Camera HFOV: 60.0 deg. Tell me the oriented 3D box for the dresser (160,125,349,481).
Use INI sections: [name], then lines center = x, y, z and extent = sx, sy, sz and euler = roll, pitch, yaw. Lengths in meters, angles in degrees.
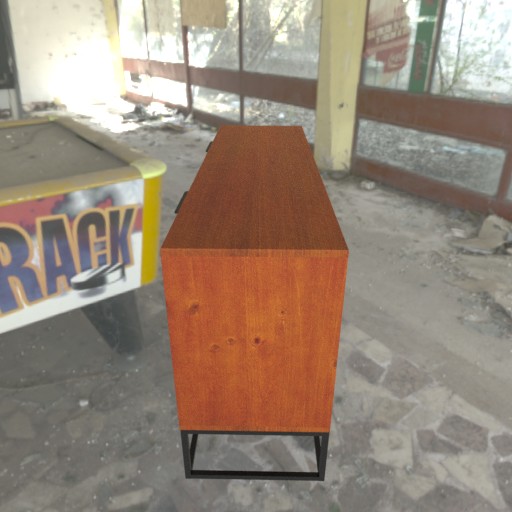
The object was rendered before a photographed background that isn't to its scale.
[dresser]
center = 0.000, 0.000, 1.900
extent = 0.464, 0.810, 1.536
euler = 1, 27, 1
